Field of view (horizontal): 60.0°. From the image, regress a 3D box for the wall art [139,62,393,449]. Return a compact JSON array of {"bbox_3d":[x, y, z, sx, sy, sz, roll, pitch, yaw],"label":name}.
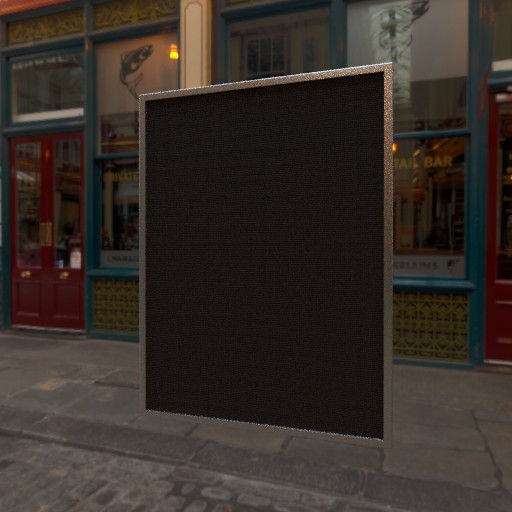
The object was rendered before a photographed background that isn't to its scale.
[{"bbox_3d":[0.000,0.000,1.358,0.801,1.062,0.037,0,0,18],"label":"wall art"}]
